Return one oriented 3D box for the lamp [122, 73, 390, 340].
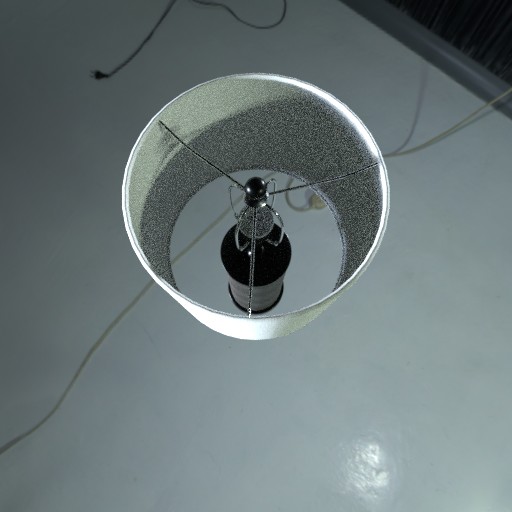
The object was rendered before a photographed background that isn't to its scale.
[{"bbox_3d":[0.000,0.000,0.799,0.305,0.634,0.305,35,78,9],"label":"lamp"}]
